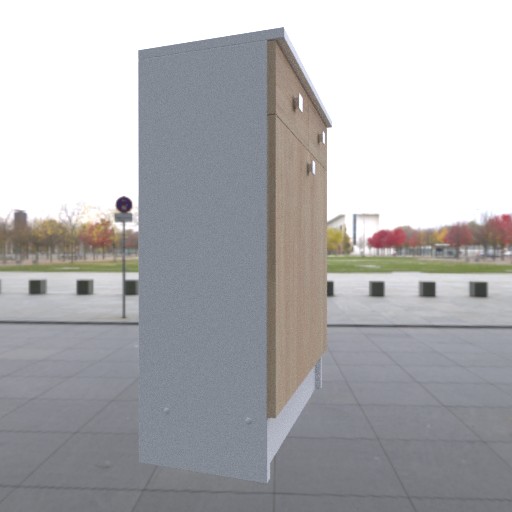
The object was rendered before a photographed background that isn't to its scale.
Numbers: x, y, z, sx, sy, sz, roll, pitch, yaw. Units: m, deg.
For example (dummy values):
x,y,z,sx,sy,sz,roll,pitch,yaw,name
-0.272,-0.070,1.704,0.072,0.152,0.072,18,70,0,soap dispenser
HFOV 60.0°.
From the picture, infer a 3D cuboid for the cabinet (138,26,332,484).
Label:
x,y,z,sx,sy,sz,roll,pitch,yaw,name
0.000,0.000,1.113,0.296,0.815,0.600,0,1,18,cabinet
